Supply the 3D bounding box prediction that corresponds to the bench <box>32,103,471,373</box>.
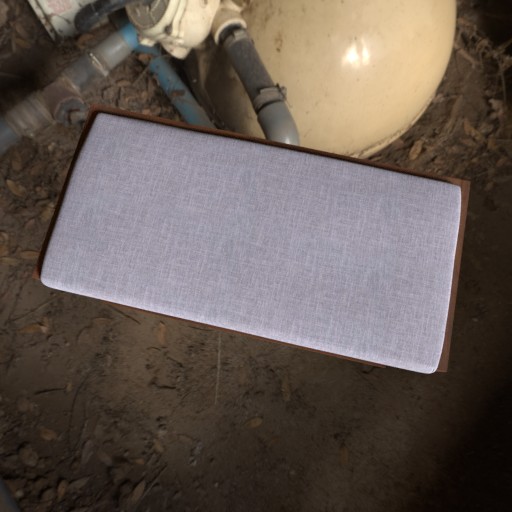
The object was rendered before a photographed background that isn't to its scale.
[{"bbox_3d":[0.000,0.000,0.996,0.734,0.461,0.362,12,77,3],"label":"bench"}]
